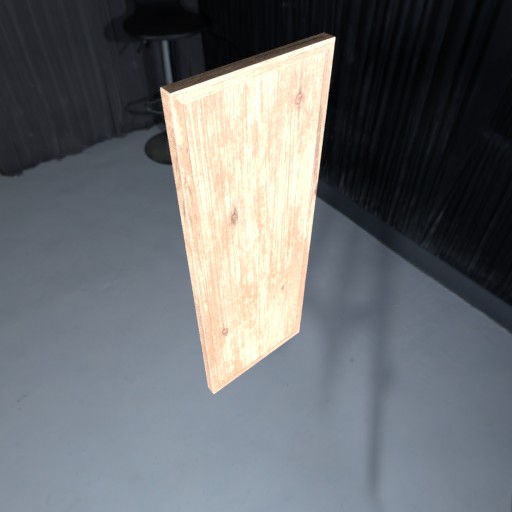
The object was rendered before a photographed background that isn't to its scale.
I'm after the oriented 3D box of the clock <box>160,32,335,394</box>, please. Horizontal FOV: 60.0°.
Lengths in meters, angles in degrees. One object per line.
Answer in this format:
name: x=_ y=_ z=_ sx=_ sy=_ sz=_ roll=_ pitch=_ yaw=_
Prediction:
clock: x=0.000 y=0.000 z=1.103 sx=0.361 sy=0.965 sz=0.030 roll=-31 pitch=53 yaw=-26
